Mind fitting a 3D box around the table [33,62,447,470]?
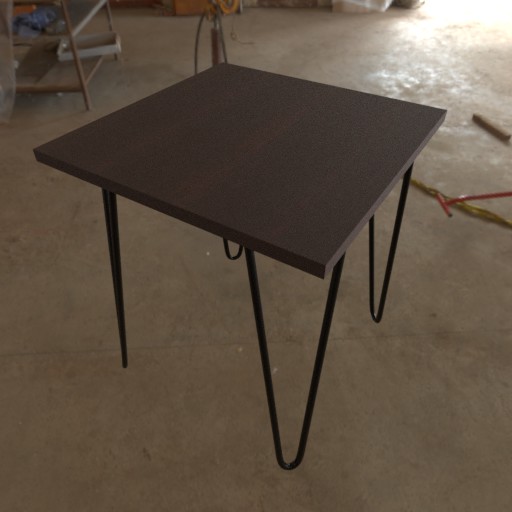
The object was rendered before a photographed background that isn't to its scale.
[{"bbox_3d":[0.000,0.000,0.916,0.495,0.559,0.495,23,46,24],"label":"table"}]
